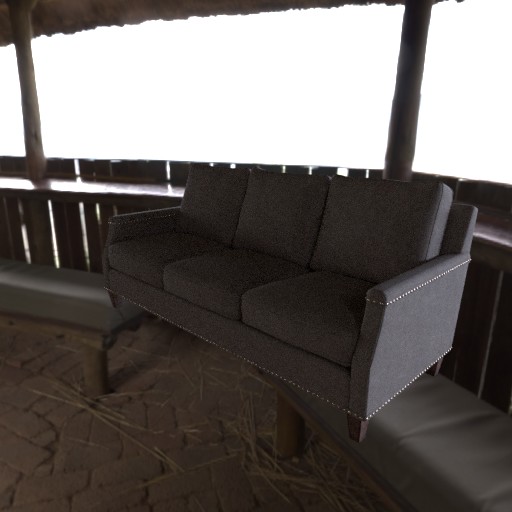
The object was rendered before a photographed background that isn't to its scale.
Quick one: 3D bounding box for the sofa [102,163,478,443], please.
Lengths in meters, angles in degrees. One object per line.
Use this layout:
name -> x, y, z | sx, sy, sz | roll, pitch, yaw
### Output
sofa -> 0.000, 0.000, 2.768 | 2.226, 1.042, 1.034 | 15, 22, 43
